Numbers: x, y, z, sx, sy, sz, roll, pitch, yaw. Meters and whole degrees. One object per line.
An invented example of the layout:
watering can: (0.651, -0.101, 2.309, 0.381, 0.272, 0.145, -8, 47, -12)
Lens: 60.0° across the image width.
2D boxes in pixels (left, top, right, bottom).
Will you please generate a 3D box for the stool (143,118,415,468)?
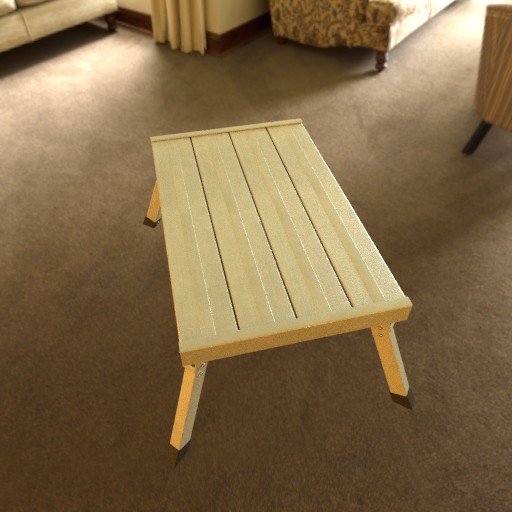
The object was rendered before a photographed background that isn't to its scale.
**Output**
stool: (0.000, 0.000, 0.745, 0.385, 0.225, 0.535, -10, 47, -9)
